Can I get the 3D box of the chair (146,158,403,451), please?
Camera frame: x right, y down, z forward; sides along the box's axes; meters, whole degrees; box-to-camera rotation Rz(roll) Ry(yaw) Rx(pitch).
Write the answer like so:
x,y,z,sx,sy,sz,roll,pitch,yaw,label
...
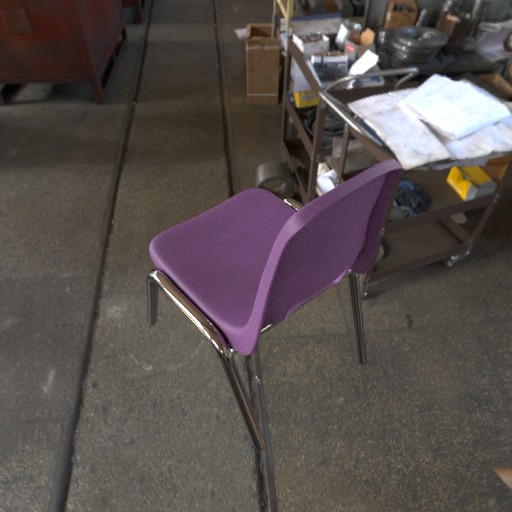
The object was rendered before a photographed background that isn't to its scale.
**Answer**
x,y,z,sx,sy,sz,roll,pitch,yaw,label
0.000,0.000,0.842,0.356,0.584,0.419,-31,54,-25,chair
